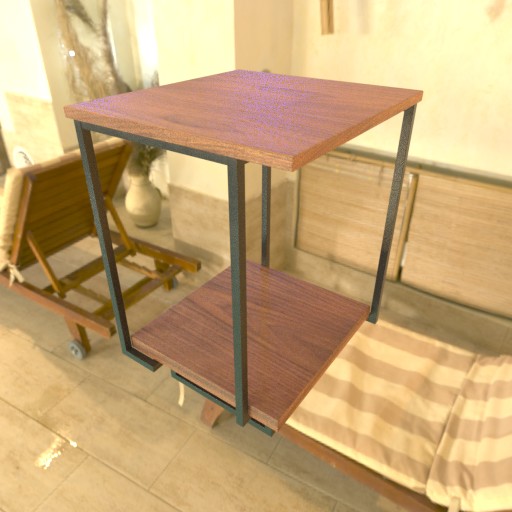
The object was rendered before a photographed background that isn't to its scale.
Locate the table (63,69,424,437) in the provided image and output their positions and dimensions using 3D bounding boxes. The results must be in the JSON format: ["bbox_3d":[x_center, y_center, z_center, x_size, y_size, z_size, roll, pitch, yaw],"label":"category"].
[{"bbox_3d":[0.000,0.000,0.826,0.384,0.567,0.411,20,37,30],"label":"table"}]
